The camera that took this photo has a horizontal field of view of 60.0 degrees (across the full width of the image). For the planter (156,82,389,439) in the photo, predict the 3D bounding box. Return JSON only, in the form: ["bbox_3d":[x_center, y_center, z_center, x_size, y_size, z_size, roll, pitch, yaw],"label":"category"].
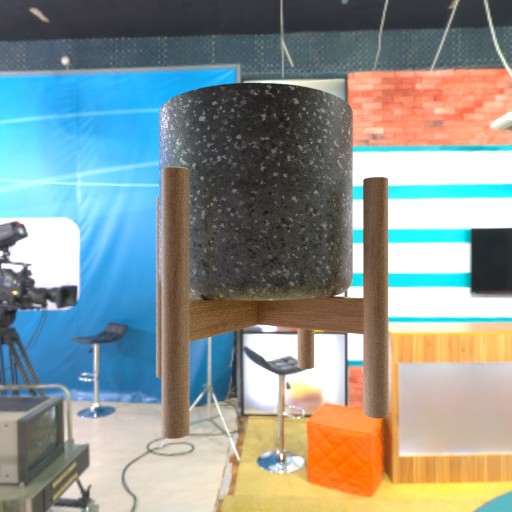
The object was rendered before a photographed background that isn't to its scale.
[{"bbox_3d":[0.000,0.000,0.519,0.284,0.320,0.284,0,0,-37],"label":"planter"}]
